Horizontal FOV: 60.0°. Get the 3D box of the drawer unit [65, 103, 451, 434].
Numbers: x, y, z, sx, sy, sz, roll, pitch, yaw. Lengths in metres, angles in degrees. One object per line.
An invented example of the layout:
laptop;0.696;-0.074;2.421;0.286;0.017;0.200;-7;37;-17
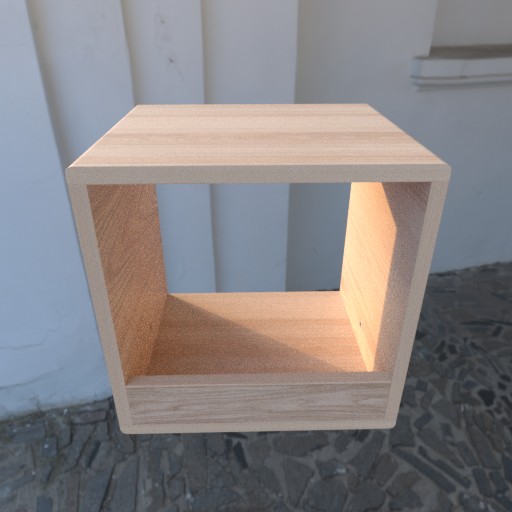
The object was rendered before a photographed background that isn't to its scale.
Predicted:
drawer unit;0.000;0.000;0.601;0.344;0.344;0.290;-1;29;-1
